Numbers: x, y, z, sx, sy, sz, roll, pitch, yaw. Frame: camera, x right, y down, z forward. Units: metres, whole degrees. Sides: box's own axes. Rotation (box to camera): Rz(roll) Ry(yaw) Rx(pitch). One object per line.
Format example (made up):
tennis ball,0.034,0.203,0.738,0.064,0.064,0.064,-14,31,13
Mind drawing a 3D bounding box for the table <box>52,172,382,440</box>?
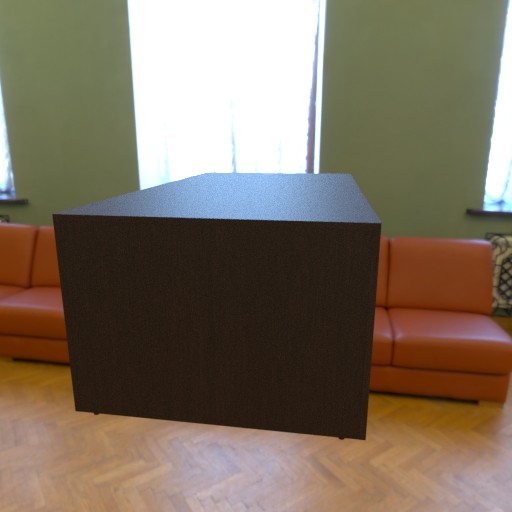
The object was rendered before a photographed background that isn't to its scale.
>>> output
table,0.000,0.000,1.361,0.597,0.424,1.099,2,15,9
